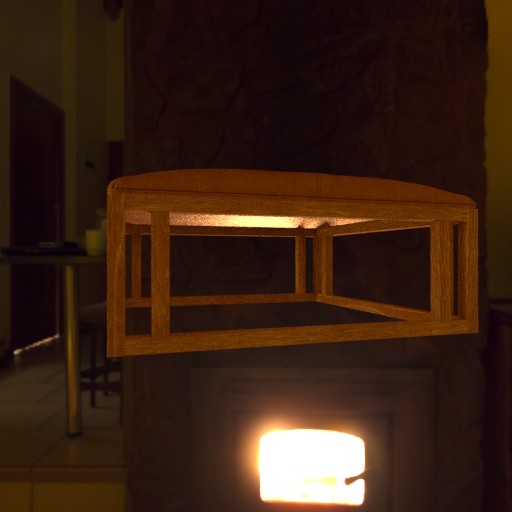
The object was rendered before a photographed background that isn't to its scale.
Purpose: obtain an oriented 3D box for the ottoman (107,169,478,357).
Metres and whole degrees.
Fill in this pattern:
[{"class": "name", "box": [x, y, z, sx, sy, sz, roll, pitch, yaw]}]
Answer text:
[{"class": "ottoman", "box": [0.000, 0.000, 1.593, 1.013, 0.442, 1.016, 0, 0, -18]}]
